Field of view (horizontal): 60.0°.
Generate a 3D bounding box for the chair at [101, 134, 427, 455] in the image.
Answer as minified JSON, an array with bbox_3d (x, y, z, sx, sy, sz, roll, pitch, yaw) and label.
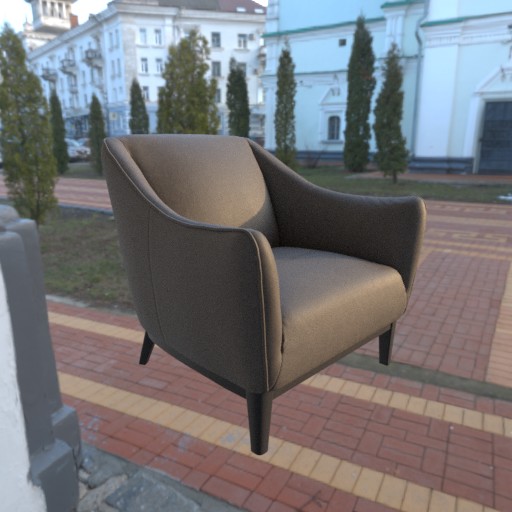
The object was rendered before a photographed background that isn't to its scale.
[{"bbox_3d":[0.000,0.000,1.553,0.852,0.830,0.871,14,20,43],"label":"chair"}]
